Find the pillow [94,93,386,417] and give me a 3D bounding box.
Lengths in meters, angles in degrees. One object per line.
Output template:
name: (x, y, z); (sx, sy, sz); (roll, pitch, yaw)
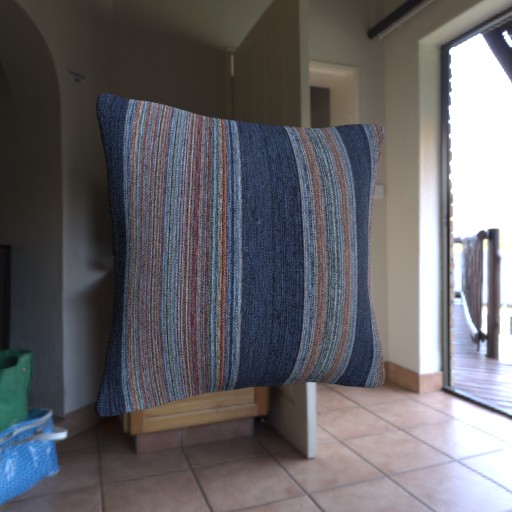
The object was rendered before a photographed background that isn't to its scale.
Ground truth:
pillow: (0.000, 0.000, 0.637); (0.437, 0.419, 0.136); (0, 0, -19)
